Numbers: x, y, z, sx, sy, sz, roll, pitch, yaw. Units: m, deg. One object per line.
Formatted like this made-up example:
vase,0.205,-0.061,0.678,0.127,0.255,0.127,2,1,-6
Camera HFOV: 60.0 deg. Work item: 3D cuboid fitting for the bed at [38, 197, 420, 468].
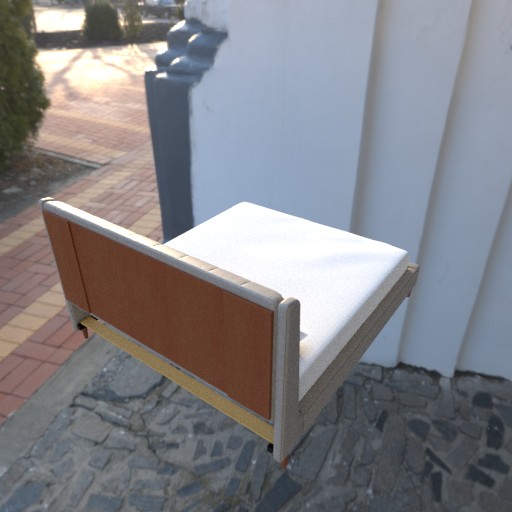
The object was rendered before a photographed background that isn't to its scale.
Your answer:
bed,0.000,0.000,3.652,2.062,1.289,2.342,21,37,30
